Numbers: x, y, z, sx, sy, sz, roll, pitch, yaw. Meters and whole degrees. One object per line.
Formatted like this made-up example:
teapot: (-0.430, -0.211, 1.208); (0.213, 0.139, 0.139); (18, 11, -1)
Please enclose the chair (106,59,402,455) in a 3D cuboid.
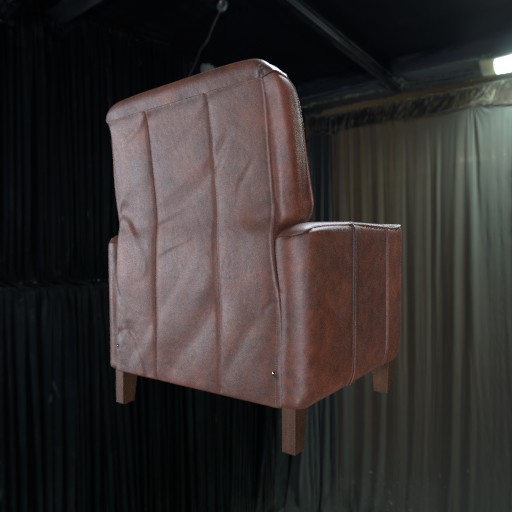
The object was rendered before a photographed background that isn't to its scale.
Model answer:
chair: (0.000, 0.000, 1.628); (0.843, 1.043, 0.836); (0, -1, 36)
